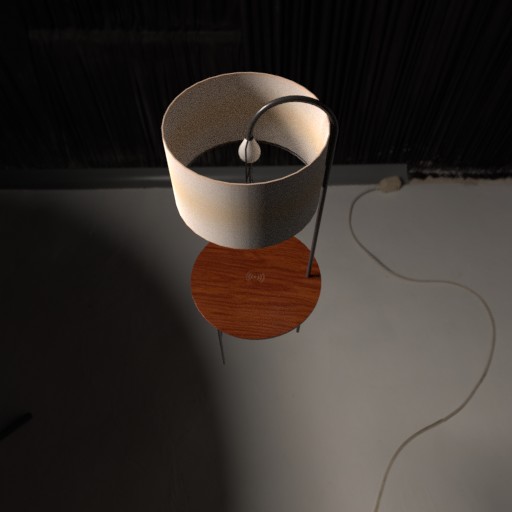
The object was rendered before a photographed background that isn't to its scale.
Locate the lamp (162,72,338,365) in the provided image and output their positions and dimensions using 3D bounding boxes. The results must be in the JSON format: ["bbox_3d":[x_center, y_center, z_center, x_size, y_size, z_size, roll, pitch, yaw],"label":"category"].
[{"bbox_3d":[0.000,0.000,1.802,0.573,1.517,0.573,0,56,0],"label":"lamp"}]
